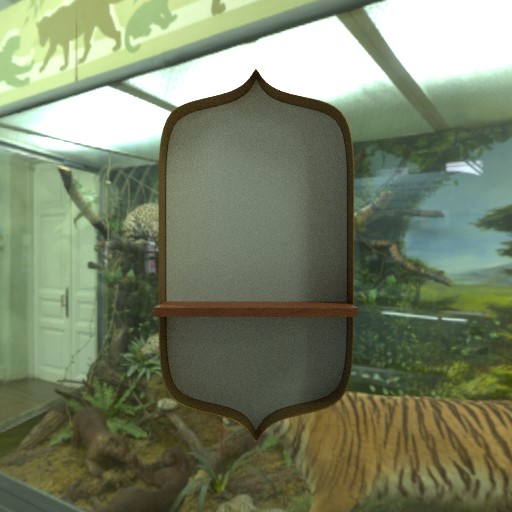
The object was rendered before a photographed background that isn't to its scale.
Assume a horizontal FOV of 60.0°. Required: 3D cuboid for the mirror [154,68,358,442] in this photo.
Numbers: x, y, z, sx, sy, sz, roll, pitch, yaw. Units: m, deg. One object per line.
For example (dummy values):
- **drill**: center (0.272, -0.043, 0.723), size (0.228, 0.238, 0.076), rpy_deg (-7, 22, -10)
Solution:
- **mirror**: center (0.000, 0.000, 0.731), size (0.323, 0.613, 0.096), rpy_deg (0, 1, 1)
